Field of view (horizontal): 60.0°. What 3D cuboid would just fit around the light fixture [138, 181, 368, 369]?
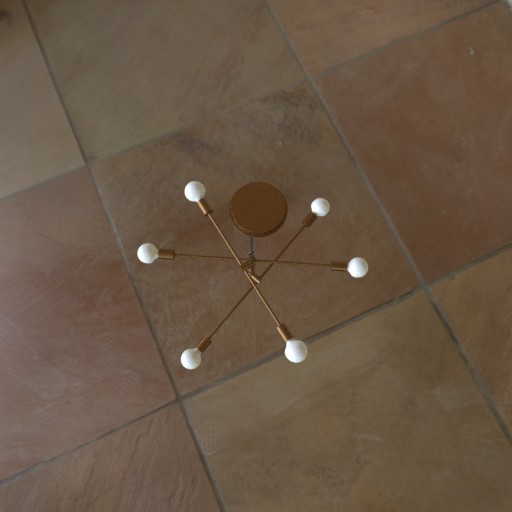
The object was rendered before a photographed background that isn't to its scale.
[{"bbox_3d":[0.000,0.000,1.264,0.682,0.744,0.637,-21,76,-5],"label":"light fixture"}]
